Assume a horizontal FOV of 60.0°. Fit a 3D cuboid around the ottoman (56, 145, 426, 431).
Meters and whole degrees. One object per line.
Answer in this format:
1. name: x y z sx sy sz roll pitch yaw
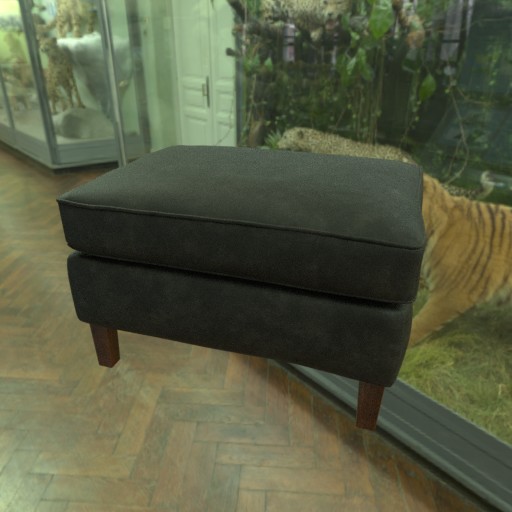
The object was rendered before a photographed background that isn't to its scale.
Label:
1. ottoman: 0.000 0.000 0.983 0.665 0.413 0.501 8 28 16
